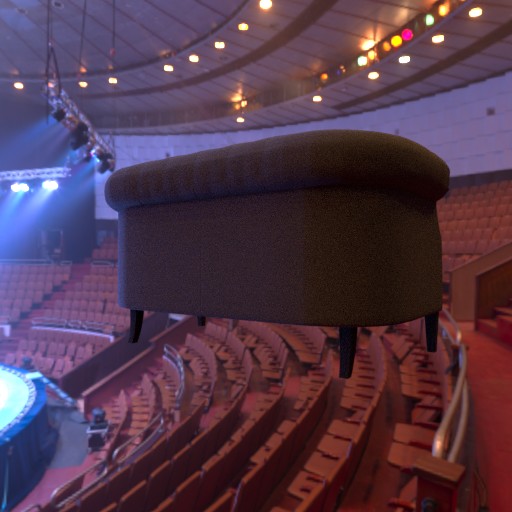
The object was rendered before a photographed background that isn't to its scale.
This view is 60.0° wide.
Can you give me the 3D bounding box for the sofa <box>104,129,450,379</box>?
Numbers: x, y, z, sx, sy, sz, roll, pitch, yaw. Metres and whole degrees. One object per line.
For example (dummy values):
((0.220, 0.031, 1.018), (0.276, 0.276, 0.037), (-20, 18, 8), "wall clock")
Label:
((0.000, 0.000, 2.011), (1.558, 0.827, 0.835), (-1, -1, 36), "sofa")
